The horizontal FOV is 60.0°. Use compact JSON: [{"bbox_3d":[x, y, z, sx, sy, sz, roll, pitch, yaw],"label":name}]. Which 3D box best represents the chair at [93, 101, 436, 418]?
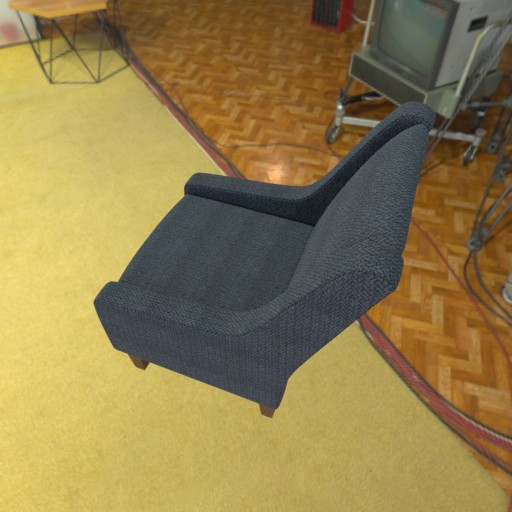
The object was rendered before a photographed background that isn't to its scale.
[{"bbox_3d":[0.000,0.000,1.642,0.944,1.012,0.793,16,49,14],"label":"chair"}]
